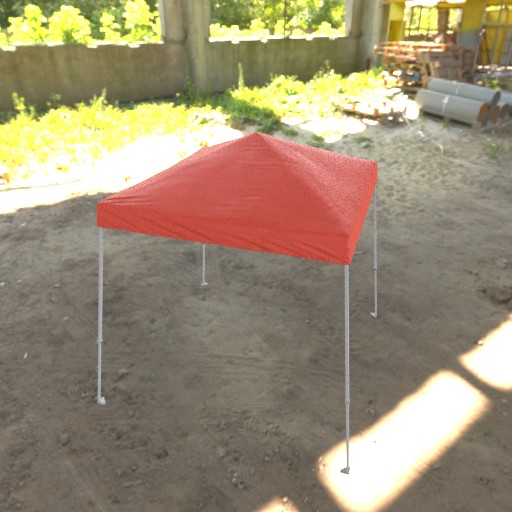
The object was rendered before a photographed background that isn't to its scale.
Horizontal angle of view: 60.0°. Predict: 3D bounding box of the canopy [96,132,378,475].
[{"bbox_3d":[0.000,0.000,5.189,2.850,2.850,2.849,9,28,17],"label":"canopy"}]
